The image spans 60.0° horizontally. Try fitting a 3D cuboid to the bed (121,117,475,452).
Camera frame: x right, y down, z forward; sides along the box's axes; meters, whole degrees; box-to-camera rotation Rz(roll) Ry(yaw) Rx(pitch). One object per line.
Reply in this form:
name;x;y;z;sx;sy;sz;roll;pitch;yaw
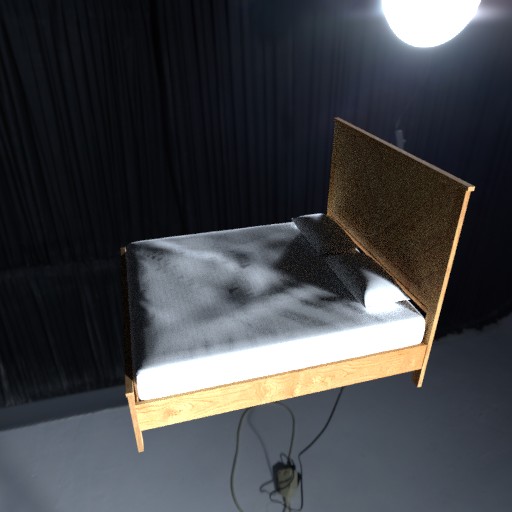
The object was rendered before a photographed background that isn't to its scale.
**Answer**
bed;0.000;0.000;3.643;2.201;1.686;1.936;-8;31;-14
